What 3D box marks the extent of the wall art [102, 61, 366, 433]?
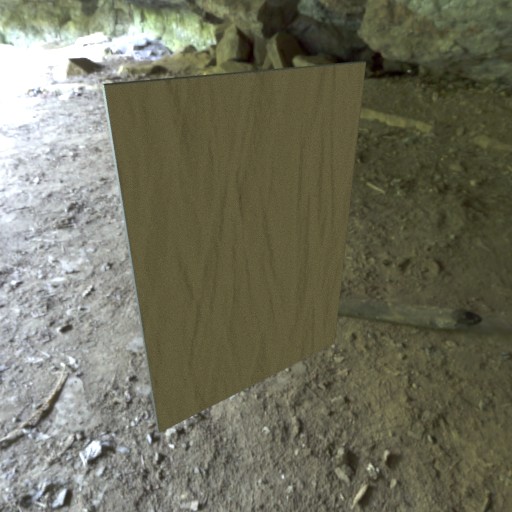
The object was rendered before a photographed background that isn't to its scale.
[{"bbox_3d":[0.000,0.000,1.439,0.810,1.116,0.016,-19,34,-30],"label":"wall art"}]
